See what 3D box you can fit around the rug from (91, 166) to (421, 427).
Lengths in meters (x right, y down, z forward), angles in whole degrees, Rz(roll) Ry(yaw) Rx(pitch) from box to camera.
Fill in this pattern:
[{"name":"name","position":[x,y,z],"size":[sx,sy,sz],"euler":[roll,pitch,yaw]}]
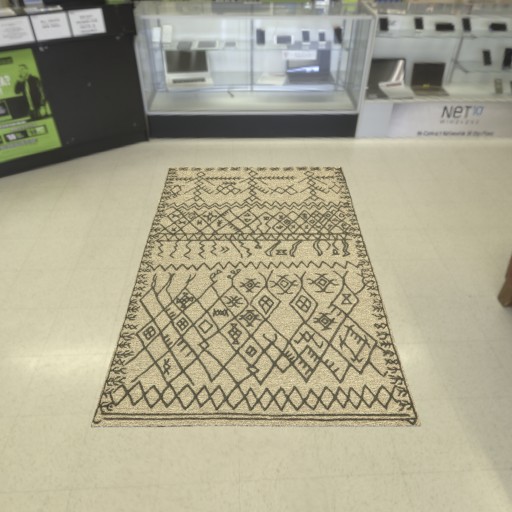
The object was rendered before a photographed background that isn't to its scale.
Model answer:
[{"name":"rug","position":[0.000,0.000,2.977],"size":[1.530,0.012,2.444],"euler":[0,40,0]}]
